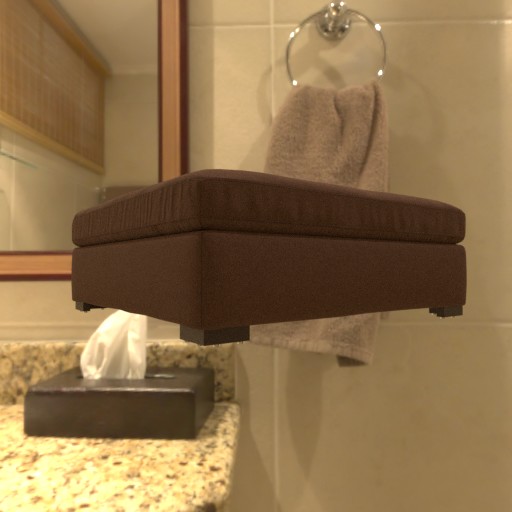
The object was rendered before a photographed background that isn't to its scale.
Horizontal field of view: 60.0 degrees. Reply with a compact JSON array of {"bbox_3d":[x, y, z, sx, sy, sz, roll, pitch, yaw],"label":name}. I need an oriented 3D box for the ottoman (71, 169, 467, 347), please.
[{"bbox_3d":[0.000,0.000,1.813,1.181,0.470,1.181,1,-2,-36],"label":"ottoman"}]
